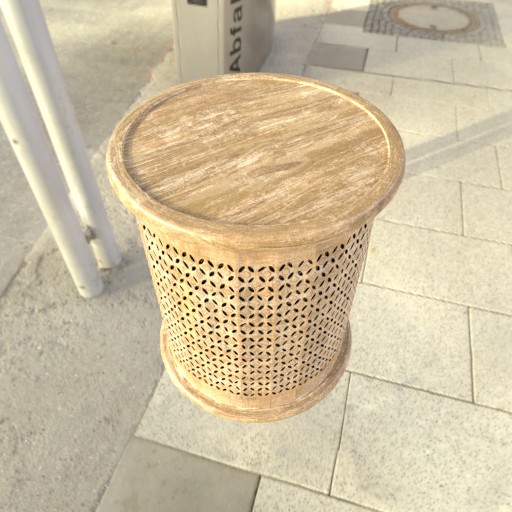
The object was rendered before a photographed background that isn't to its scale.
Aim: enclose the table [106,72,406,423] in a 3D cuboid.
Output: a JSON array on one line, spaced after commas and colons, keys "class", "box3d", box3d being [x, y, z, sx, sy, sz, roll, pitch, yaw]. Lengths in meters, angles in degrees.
[{"class": "table", "box3d": [0.000, 0.000, 0.785, 0.407, 0.482, 0.407, 0, 47, 0]}]
